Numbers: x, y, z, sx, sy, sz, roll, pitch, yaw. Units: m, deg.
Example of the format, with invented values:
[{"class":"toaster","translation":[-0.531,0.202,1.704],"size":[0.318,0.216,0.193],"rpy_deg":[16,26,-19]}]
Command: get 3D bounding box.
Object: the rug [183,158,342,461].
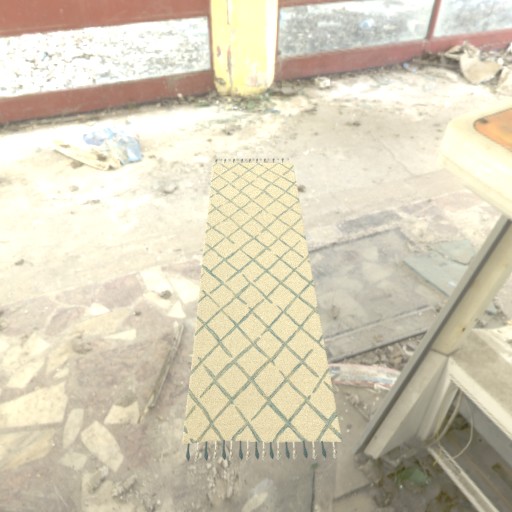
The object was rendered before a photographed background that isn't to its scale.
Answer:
[{"class":"rug","translation":[0.000,0.000,2.571],"size":[0.620,0.008,2.372],"rpy_deg":[-1,40,-1]}]
